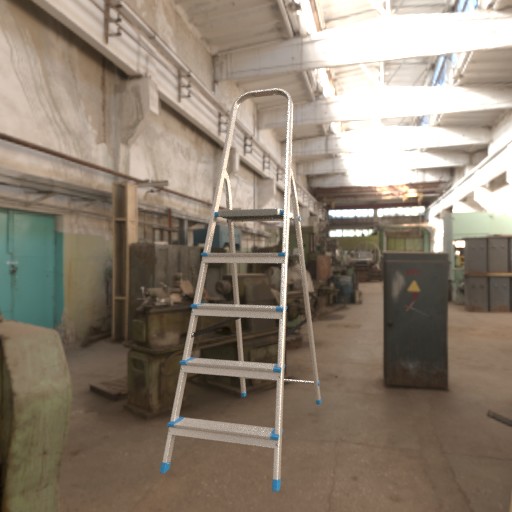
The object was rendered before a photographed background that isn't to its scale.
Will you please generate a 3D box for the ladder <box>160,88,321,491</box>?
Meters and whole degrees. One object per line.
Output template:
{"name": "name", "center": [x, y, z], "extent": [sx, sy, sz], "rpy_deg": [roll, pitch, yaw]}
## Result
{"name": "ladder", "center": [0.000, 0.000, 2.089], "extent": [0.468, 1.648, 0.990], "rpy_deg": [0, 0, 17]}
